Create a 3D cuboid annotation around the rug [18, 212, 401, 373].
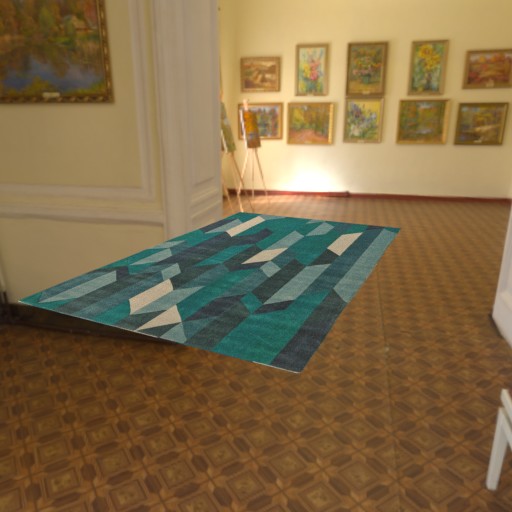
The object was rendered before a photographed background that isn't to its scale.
[{"bbox_3d":[0.000,0.000,2.966,1.528,0.005,2.420,8,19,24],"label":"rug"}]
